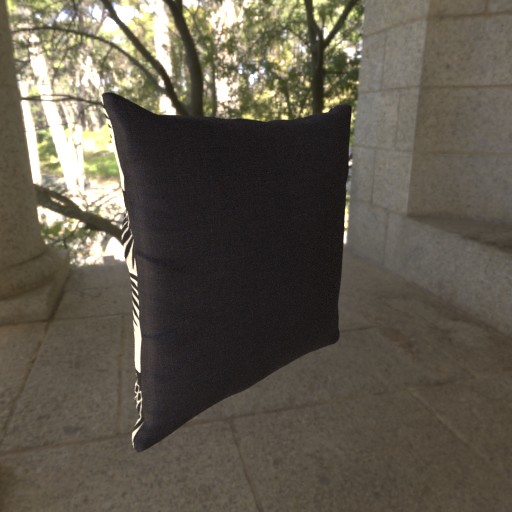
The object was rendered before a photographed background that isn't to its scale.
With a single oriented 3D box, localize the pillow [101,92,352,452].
[{"bbox_3d":[0.000,0.000,0.648,0.432,0.432,0.139,-16,23,-42],"label":"pillow"}]
